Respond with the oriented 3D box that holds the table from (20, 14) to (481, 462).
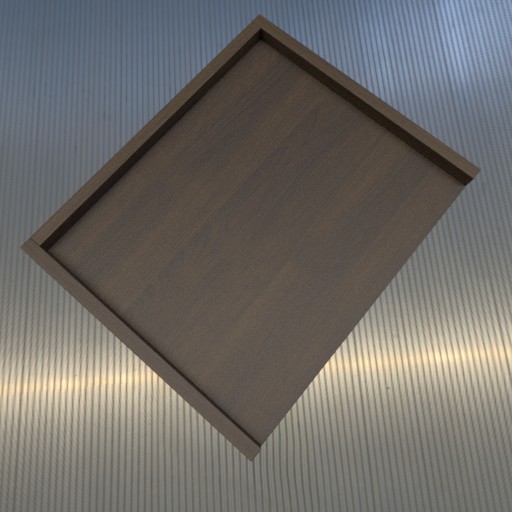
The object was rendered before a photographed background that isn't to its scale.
[{"bbox_3d":[0.000,0.000,0.778,0.370,0.470,0.450,39,79,10],"label":"table"}]
